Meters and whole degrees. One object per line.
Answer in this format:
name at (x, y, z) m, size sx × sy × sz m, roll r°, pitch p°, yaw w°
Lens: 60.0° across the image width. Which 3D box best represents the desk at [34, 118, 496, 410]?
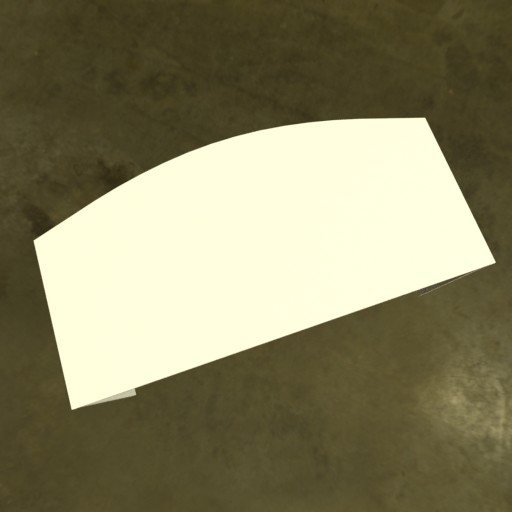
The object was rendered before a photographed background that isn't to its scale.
desk at (0.000, 0.000, 2.032) m, size 1.600 × 0.750 × 0.802 m, roll -18°, pitch 76°, yaw -5°
